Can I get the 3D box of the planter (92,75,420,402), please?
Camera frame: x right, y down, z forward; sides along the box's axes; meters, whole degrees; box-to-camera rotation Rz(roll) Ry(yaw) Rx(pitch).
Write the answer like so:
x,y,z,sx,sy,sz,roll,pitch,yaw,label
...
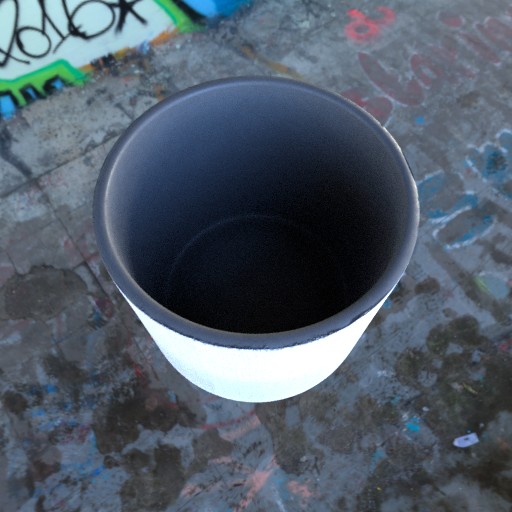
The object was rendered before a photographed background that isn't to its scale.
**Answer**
x,y,z,sx,sy,sz,roll,pitch,yaw,label
0.000,0.000,0.385,0.221,0.201,0.221,0,63,0,planter
